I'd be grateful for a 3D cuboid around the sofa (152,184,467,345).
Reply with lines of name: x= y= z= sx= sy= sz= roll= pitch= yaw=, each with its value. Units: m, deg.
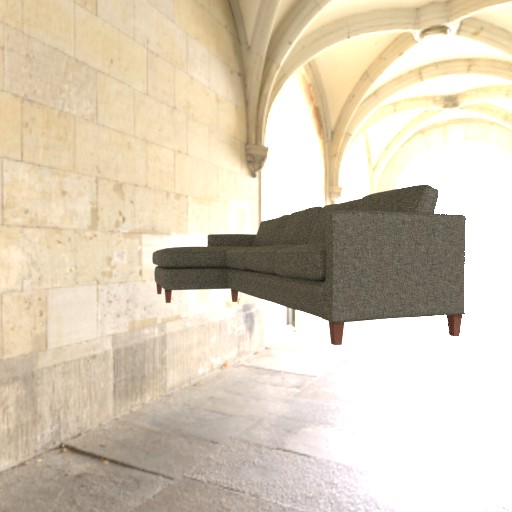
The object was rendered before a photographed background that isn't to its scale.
sofa: x=0.000 y=0.000 z=4.083 sx=1.635 sy=0.960 sz=3.485 roll=0 pitch=1 yaw=-17
